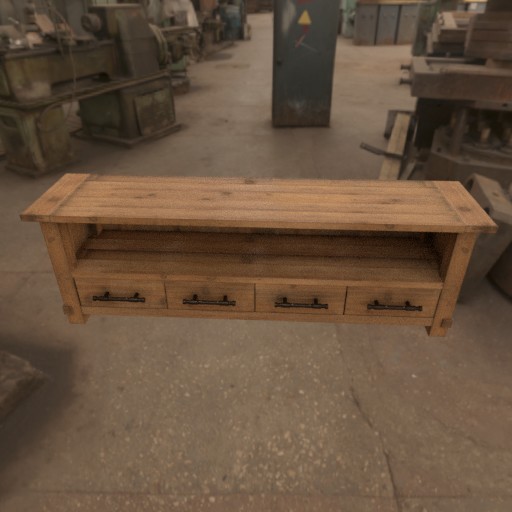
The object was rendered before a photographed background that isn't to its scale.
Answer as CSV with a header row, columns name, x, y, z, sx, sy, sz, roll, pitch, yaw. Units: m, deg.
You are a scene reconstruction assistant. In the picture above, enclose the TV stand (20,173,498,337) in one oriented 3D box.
name,x,y,z,sx,sy,sz,roll,pitch,yaw
TV stand,0.000,0.000,1.993,1.804,0.573,0.453,2,32,3
